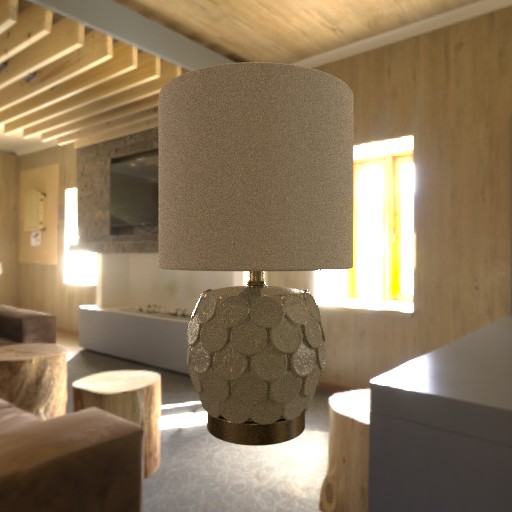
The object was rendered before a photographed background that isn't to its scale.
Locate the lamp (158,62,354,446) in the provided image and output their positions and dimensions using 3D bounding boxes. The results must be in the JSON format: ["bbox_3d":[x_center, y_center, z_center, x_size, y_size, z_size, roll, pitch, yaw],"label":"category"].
[{"bbox_3d":[0.000,0.000,0.592,0.254,0.452,0.254,0,0,0],"label":"lamp"}]
